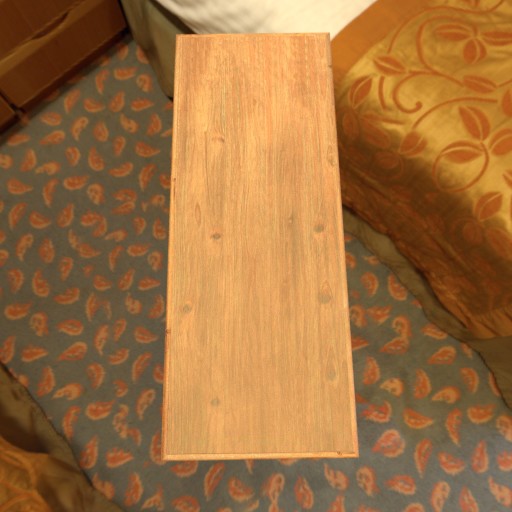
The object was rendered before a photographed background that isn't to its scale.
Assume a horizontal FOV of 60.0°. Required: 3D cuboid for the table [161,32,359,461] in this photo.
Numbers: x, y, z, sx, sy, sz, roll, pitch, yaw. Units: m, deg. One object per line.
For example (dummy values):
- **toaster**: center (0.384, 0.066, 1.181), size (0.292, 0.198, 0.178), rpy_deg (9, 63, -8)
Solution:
- **table**: center (0.000, 0.000, 1.750), size (0.522, 0.873, 1.330), rpy_deg (-1, 75, 0)
